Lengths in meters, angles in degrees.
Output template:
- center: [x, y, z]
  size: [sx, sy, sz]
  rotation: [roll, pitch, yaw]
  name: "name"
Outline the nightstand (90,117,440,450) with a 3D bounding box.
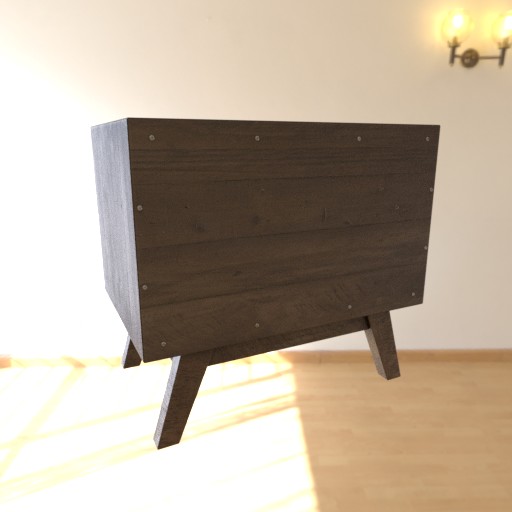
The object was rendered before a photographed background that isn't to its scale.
- center: [0.000, 0.000, 1.063]
  size: [0.650, 0.599, 0.450]
  rotation: [-7, 16, -26]
  name: "nightstand"
